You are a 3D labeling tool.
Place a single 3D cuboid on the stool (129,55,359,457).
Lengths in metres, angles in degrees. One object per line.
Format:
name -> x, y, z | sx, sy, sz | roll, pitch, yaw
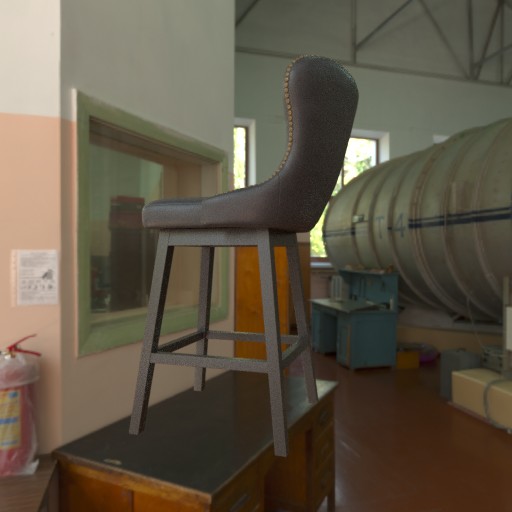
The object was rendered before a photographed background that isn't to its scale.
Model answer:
stool -> 0.000, 0.000, 1.319 | 0.593, 0.971, 0.528 | 0, 0, 18
